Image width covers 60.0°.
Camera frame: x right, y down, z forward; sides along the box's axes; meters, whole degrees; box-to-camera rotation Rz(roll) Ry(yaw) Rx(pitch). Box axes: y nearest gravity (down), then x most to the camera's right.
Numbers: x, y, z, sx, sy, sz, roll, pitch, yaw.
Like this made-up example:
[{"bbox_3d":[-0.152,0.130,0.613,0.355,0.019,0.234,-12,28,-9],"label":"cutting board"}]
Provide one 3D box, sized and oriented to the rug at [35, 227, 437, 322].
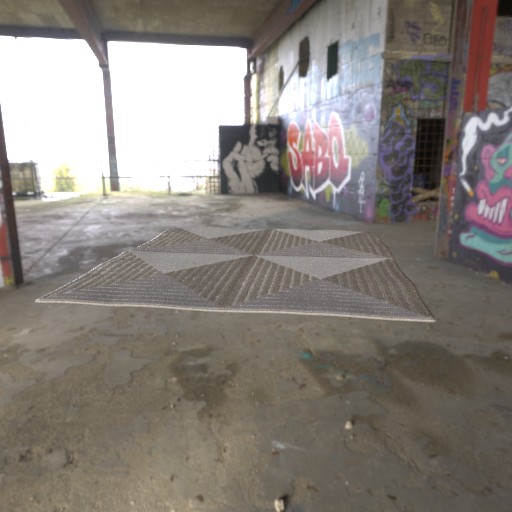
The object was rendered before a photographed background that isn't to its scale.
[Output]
[{"bbox_3d":[0.000,0.000,0.895,0.551,0.008,0.642,2,13,8],"label":"rug"}]
